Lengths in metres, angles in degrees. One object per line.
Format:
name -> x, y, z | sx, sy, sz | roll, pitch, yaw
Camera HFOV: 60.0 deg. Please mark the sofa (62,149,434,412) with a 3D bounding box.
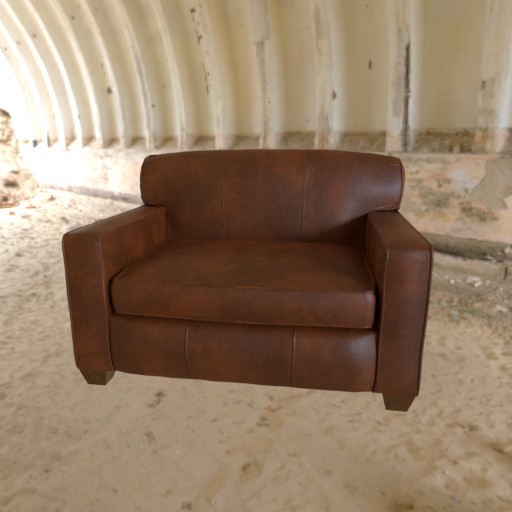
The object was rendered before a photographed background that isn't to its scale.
sofa -> 0.000, 0.000, 2.067 | 1.413, 0.956, 1.000 | 2, 15, 9
